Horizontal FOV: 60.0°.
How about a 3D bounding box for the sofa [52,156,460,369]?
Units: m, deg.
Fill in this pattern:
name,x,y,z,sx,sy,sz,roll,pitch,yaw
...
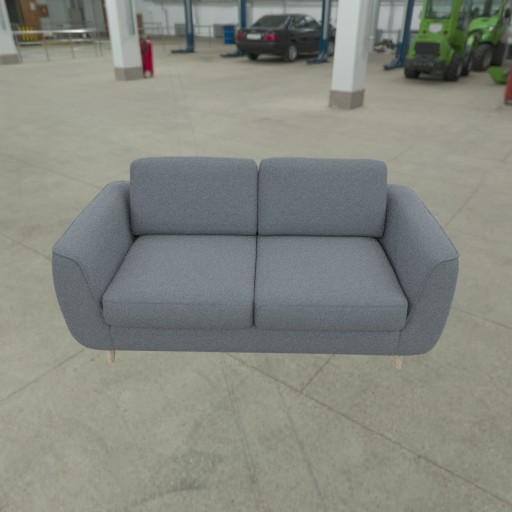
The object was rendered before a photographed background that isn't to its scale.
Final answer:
name,x,y,z,sx,sy,sz,roll,pitch,yaw
sofa,0.000,0.000,2.215,1.700,0.850,0.920,1,29,1
